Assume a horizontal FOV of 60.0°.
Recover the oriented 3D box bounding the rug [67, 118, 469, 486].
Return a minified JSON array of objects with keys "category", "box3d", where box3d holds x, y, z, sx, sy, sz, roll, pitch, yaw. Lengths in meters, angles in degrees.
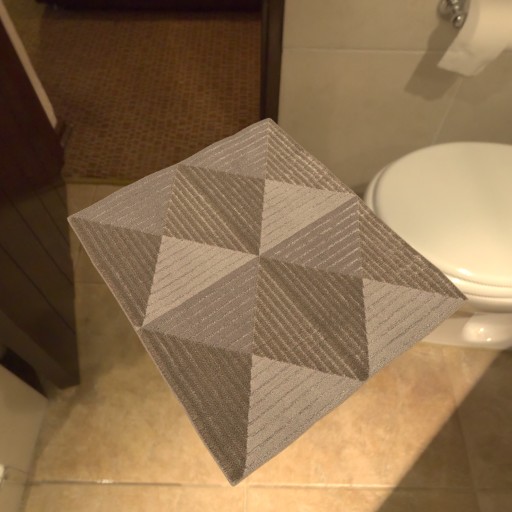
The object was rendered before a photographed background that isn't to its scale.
[{"category":"rug","box3d":[0.000,0.000,0.896,0.551,0.008,0.642,-31,62,-19]}]
